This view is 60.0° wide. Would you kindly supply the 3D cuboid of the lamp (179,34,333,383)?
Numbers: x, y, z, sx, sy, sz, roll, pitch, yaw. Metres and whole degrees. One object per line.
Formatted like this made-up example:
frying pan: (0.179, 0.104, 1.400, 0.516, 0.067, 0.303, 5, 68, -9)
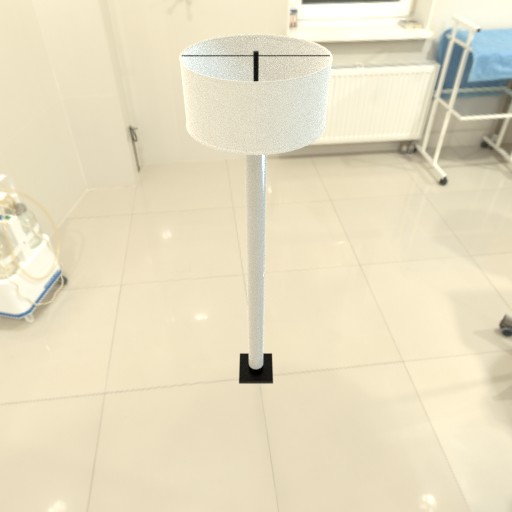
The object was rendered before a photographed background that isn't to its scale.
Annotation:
lamp: (0.000, 0.000, 1.691, 0.420, 1.475, 0.420, 0, 41, 0)
